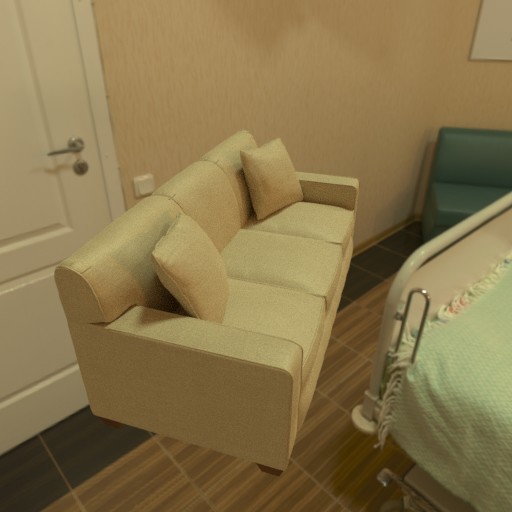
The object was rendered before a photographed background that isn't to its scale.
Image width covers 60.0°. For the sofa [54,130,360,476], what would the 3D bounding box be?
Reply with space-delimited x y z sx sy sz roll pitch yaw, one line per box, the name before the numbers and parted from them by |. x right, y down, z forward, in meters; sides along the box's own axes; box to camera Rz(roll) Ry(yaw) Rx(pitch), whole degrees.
sofa | 0.000 0.000 2.571 0.997 0.958 2.024 9 32 16
